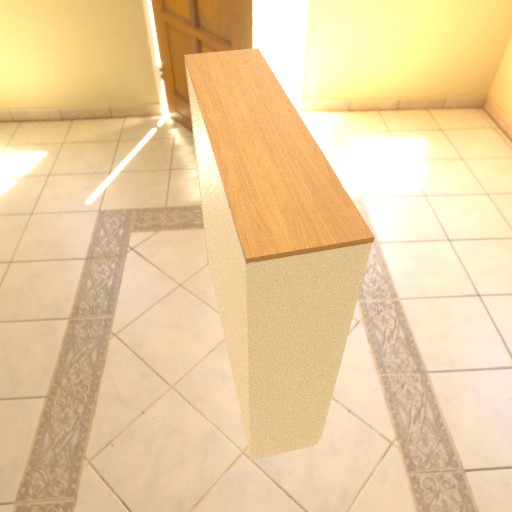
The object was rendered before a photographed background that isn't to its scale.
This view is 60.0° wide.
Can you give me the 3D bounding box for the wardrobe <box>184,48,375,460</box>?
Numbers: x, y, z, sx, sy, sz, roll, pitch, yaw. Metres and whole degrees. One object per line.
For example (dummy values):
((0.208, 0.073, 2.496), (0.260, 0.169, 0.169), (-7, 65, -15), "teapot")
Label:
((0.000, 0.000, 3.413), (0.590, 2.260, 2.160), (-9, 46, -9), "wardrobe")
